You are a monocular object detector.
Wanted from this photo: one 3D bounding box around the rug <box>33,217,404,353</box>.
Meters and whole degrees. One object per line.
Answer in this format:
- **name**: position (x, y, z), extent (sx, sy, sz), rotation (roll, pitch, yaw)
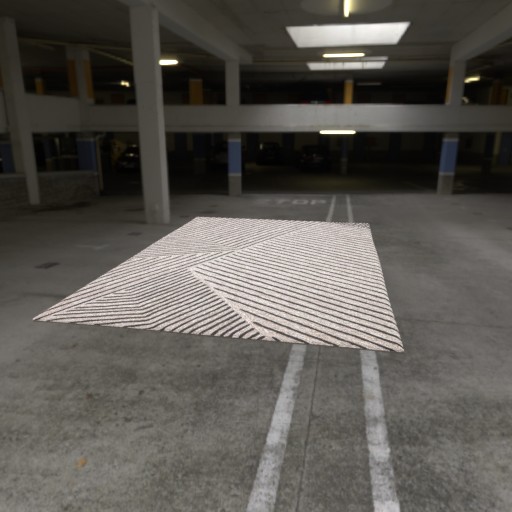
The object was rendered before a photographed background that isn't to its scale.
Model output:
- **rug**: position (0.000, 0.000, 2.287), extent (1.237, 0.019, 1.842), rotation (3, 16, 10)
